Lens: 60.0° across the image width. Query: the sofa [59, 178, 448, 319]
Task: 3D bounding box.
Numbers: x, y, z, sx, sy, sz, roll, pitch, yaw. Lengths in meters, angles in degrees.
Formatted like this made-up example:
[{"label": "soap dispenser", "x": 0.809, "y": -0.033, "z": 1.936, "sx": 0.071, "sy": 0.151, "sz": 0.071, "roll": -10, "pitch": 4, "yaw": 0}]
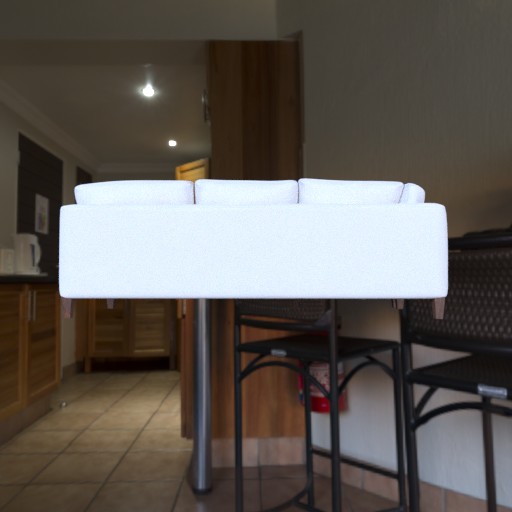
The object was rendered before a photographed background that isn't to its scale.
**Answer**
[{"label": "sofa", "x": 0.000, "y": 0.000, "z": 4.596, "sx": 2.593, "sy": 0.956, "sz": 3.459, "roll": 0, "pitch": -2, "yaw": 1}]
